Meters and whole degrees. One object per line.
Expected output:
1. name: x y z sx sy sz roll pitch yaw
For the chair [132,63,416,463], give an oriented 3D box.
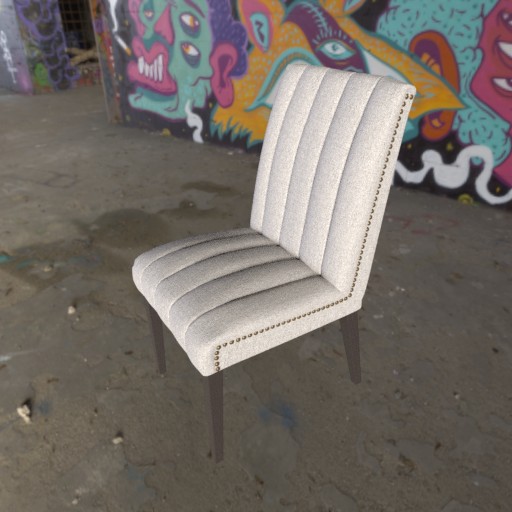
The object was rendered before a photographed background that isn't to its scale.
1. chair: 0.000 0.000 1.350 0.647 1.016 0.511 -17 34 -28
